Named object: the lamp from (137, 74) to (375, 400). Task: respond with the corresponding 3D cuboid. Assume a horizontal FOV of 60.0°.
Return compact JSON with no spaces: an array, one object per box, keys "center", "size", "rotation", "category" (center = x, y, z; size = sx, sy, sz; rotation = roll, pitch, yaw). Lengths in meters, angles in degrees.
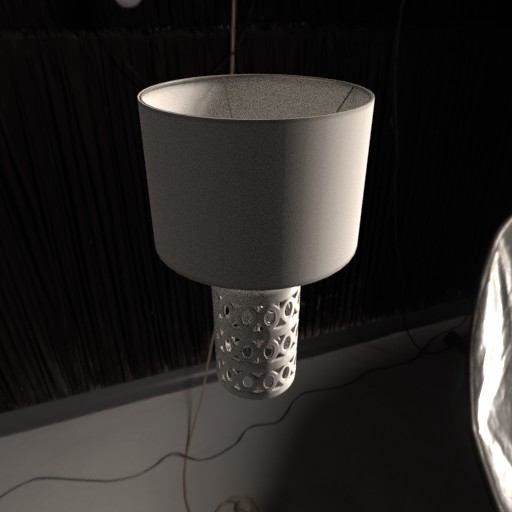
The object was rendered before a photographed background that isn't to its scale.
[{"center":[0.000,0.000,0.713],"size":[0.310,0.502,0.310],"rotation":[0,30,0],"category":"lamp"}]
